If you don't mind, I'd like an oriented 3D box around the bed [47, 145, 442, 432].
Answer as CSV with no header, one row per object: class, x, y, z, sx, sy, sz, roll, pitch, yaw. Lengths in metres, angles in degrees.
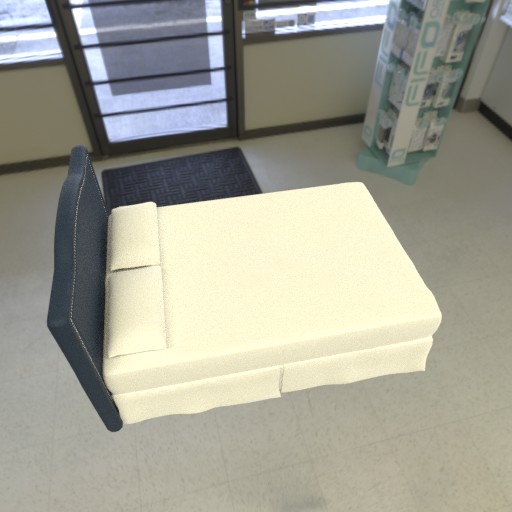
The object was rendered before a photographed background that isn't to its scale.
bed,0.000,0.000,3.424,2.507,1.441,1.741,-8,47,-8
